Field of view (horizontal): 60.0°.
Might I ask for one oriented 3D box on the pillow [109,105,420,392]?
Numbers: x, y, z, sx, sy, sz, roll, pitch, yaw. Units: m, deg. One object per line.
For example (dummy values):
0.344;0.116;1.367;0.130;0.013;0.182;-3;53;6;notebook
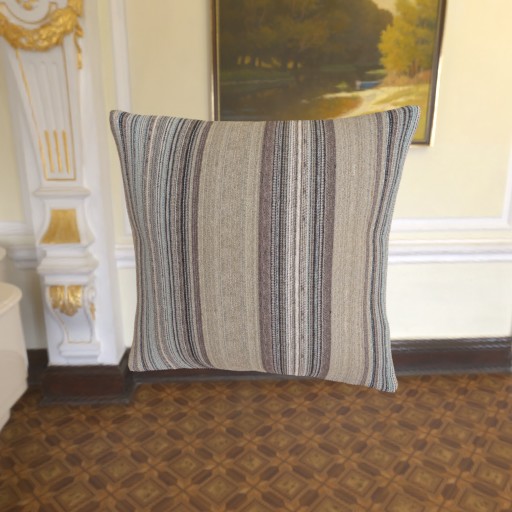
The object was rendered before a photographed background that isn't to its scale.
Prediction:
0.000;0.000;0.650;0.435;0.416;0.189;2;14;9;pillow
